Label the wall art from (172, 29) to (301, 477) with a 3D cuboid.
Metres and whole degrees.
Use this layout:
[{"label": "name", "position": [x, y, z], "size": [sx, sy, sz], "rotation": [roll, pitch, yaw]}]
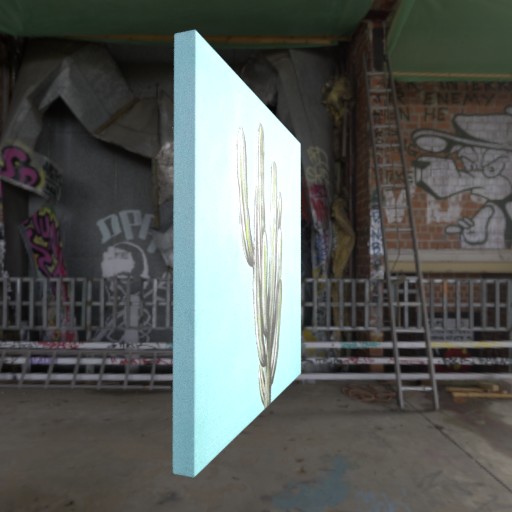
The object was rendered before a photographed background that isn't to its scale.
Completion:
[{"label": "wall art", "position": [0.000, 0.000, 1.571], "size": [0.070, 1.073, 1.071], "rotation": [0, -1, 19]}]
